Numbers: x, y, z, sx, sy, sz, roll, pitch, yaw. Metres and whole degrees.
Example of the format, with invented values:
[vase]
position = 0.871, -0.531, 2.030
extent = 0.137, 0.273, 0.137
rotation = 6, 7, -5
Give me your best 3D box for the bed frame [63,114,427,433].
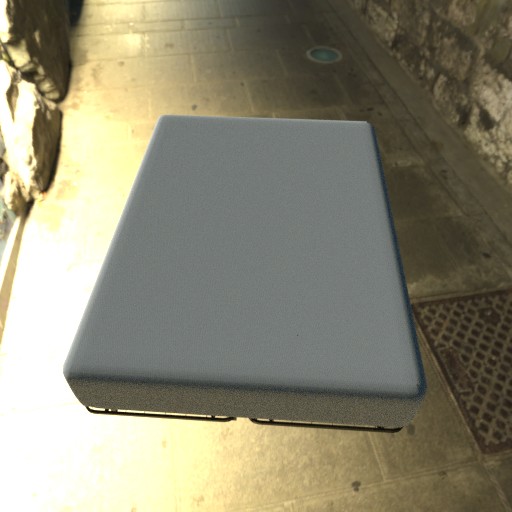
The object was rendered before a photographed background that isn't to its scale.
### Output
[bed frame]
position = 0.000, 0.000, 2.697
extent = 1.528, 0.677, 2.037
rotation = 3, 49, 2
